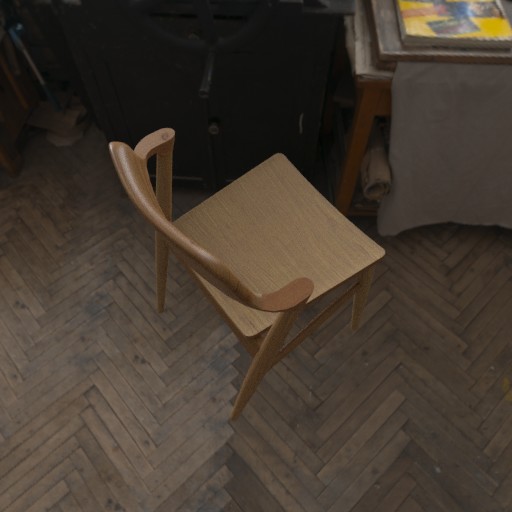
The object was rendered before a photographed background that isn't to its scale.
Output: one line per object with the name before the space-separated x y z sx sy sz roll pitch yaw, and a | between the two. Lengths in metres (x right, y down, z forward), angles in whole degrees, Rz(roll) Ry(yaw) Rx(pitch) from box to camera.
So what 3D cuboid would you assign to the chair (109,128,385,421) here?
chair | 0.000 0.000 1.132 0.499 0.792 0.512 -32 64 -18
